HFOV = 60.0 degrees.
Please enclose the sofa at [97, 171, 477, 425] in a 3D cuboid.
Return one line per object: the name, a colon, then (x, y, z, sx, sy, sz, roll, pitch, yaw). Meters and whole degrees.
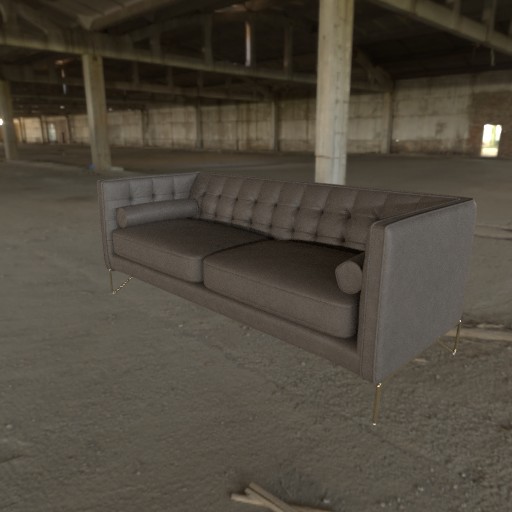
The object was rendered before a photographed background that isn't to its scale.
sofa: (0.000, 0.000, 2.532, 2.087, 0.789, 0.867, 15, 21, 43)
